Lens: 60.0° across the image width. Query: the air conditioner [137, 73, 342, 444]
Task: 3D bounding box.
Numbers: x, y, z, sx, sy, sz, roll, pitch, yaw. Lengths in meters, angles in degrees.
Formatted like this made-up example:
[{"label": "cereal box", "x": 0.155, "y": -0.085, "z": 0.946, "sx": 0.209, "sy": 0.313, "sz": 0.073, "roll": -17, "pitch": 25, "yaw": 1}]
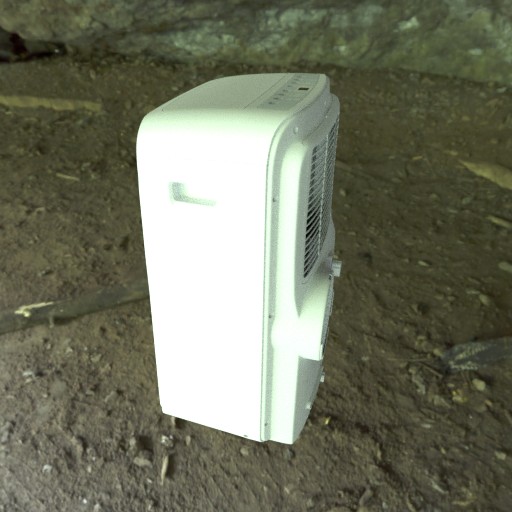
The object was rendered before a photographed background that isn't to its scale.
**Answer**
[{"label": "air conditioner", "x": 0.000, "y": 0.000, "z": 0.961, "sx": 0.365, "sy": 0.700, "sz": 0.454, "roll": 8, "pitch": 33, "yaw": 13}]
